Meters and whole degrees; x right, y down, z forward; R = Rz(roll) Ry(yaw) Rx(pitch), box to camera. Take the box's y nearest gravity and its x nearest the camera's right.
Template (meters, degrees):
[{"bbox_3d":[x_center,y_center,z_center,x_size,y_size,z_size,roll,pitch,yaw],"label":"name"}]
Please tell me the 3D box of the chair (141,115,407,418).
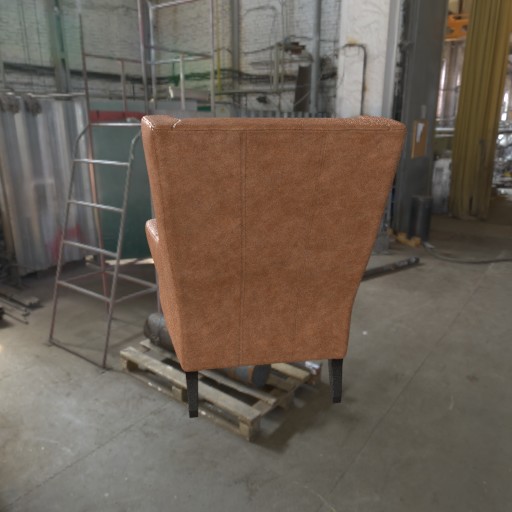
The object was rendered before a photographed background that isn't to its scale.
[{"bbox_3d":[0.000,0.000,1.692,0.853,1.016,0.926,-3,16,-9],"label":"chair"}]
